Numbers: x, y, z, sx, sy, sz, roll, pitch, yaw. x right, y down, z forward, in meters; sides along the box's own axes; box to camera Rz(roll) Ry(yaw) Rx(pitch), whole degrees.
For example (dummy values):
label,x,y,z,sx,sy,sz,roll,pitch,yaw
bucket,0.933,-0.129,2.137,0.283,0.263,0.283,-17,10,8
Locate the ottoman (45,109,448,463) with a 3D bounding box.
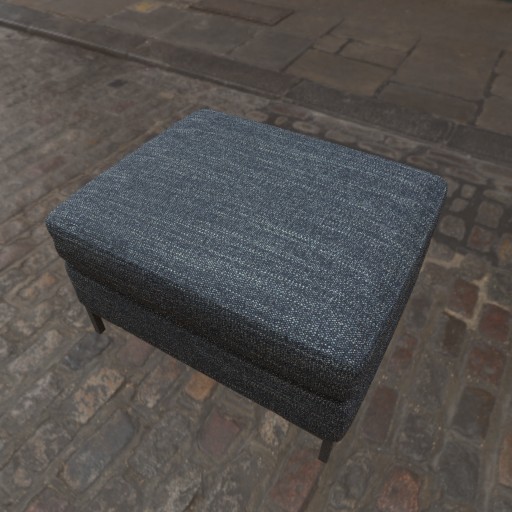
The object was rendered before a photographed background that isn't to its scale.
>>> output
label,x,y,z,sx,sy,sz,roll,pitch,yaw
ottoman,0.000,0.000,1.223,0.814,0.491,0.667,23,49,21
